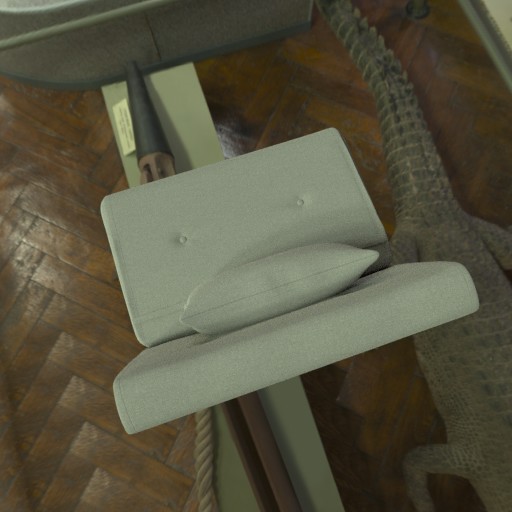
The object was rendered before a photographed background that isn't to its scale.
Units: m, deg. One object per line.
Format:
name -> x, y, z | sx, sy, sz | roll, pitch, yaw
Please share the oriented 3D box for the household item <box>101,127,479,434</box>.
household item -> 0.000, 0.000, 1.598 | 1.000, 0.800, 0.874 | -18, 74, -5
